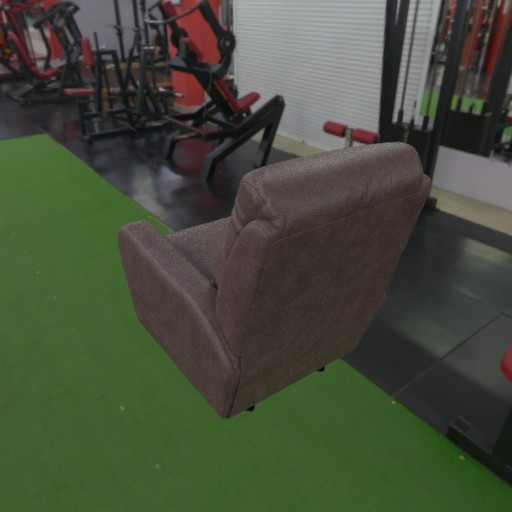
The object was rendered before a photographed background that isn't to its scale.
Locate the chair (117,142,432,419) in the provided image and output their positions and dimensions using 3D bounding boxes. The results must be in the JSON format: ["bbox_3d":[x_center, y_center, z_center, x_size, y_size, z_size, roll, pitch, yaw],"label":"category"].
[{"bbox_3d":[0.000,0.000,1.836,0.865,1.067,1.067,-19,35,-30],"label":"chair"}]
